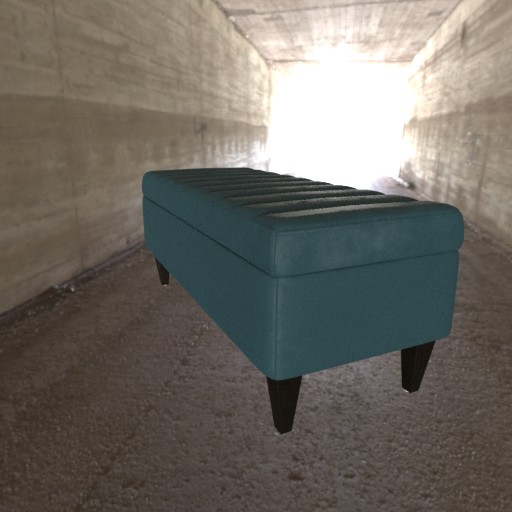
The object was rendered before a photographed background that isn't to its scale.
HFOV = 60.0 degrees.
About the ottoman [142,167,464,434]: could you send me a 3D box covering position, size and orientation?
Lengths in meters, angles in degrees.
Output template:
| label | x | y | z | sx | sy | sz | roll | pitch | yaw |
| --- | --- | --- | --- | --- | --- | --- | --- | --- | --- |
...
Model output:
| label | x | y | z | sx | sy | sz | roll | pitch | yaw |
| --- | --- | --- | --- | --- | --- | --- | --- | --- | --- |
| ottoman | 0.000 | 0.000 | 1.404 | 0.482 | 0.469 | 1.151 | -7 | 17 | -24 |
